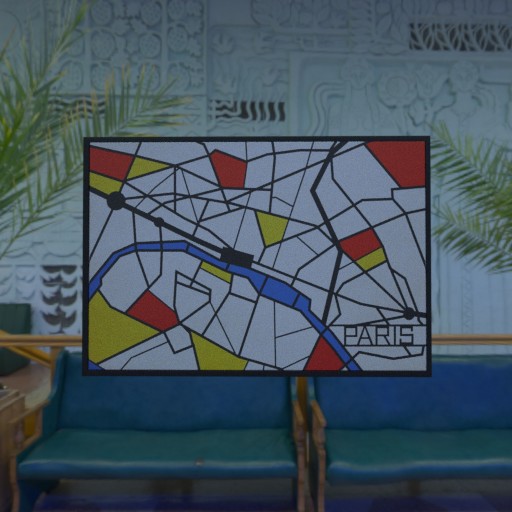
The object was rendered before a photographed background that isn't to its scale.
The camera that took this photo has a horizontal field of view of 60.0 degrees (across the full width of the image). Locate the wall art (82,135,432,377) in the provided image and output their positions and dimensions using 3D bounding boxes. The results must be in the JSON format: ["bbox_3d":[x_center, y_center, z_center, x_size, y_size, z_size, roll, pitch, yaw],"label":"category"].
[{"bbox_3d":[0.000,0.000,1.231,0.963,0.665,0.013,0,-1,1],"label":"wall art"}]
